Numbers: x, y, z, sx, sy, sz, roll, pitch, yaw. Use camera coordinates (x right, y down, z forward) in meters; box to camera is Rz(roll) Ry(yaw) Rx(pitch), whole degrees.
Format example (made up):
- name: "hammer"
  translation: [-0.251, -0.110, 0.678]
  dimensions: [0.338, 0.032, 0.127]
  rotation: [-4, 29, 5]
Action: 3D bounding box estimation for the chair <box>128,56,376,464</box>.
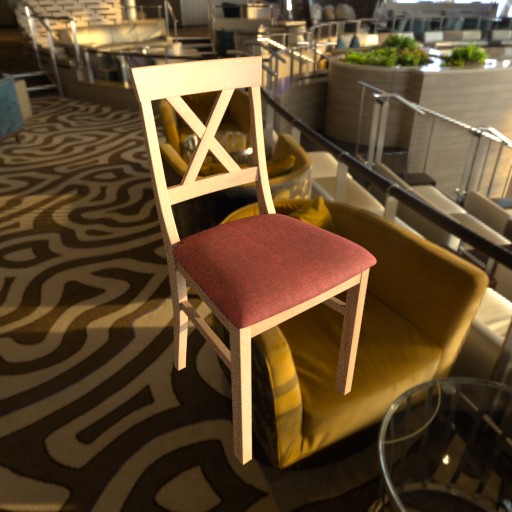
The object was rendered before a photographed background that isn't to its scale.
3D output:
- name: "chair"
  translation: [0.000, 0.000, 1.177]
  dimensions: [0.439, 0.912, 0.492]
  rotation: [-21, 37, -31]
